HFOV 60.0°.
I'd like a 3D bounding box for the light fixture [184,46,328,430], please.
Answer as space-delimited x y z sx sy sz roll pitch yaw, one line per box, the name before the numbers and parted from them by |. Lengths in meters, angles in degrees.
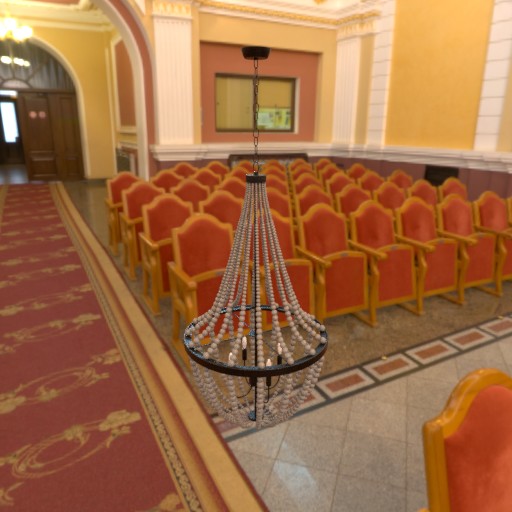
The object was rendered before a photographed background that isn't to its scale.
light fixture | 0.000 0.000 1.322 0.450 1.133 0.450 0 16 0
